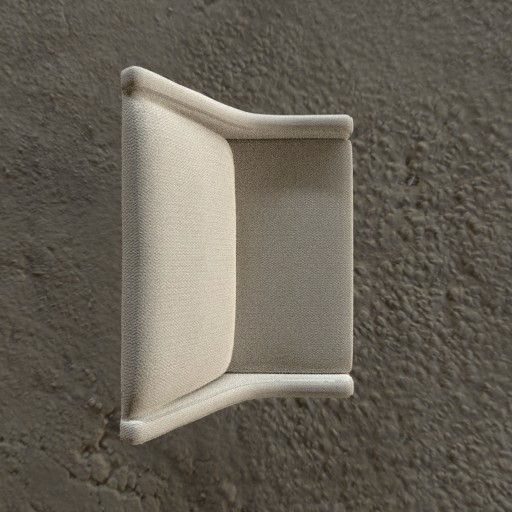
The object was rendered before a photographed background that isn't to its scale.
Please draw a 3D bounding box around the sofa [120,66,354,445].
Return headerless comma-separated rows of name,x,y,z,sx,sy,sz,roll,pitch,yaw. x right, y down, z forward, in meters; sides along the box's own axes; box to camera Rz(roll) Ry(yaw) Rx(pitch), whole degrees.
sofa,0.000,0.000,1.902,0.870,1.022,1.242,0,90,1
